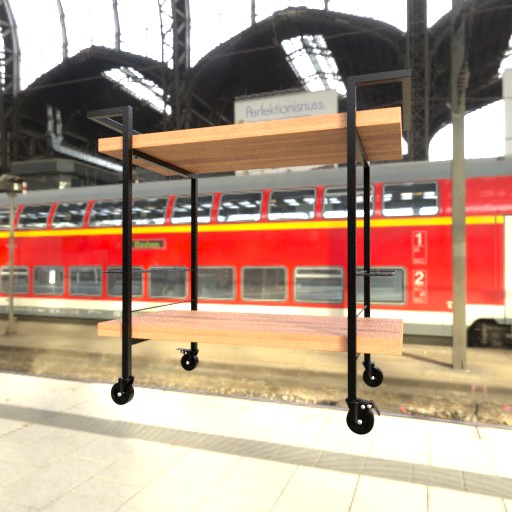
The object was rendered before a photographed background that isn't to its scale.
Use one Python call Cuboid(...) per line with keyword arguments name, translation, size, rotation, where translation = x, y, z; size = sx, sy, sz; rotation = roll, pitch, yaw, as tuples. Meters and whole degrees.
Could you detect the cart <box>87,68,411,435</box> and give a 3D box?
Cuboid(name="cart", translation=(0.000, 0.000, 1.221), size=(0.806, 0.762, 0.406), rotation=(0, -1, 19))
